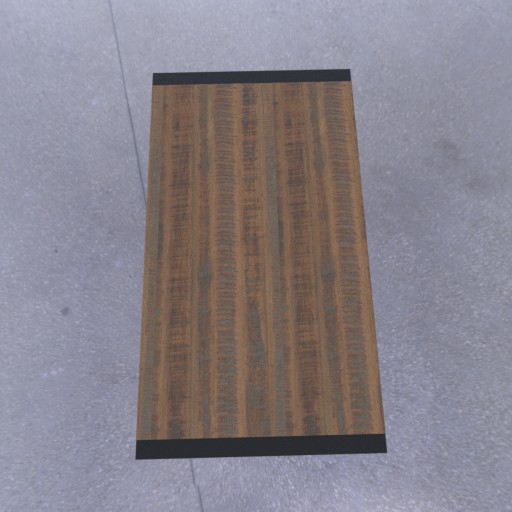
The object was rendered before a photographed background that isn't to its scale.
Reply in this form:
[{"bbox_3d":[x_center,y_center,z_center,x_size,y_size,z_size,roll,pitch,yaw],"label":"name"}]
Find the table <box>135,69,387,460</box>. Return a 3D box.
[{"bbox_3d":[0.000,0.000,1.691,0.750,0.400,1.350,-1,74,0],"label":"table"}]
